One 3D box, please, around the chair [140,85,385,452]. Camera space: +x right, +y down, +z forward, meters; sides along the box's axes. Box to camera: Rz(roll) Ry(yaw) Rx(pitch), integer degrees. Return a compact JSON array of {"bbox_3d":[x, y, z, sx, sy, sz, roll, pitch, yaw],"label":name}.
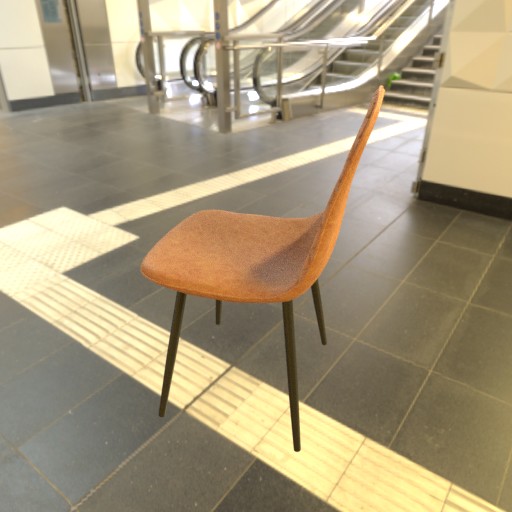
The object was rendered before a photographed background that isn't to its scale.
[{"bbox_3d":[0.000,0.000,1.208,0.561,0.889,0.472,8,30,15],"label":"chair"}]
